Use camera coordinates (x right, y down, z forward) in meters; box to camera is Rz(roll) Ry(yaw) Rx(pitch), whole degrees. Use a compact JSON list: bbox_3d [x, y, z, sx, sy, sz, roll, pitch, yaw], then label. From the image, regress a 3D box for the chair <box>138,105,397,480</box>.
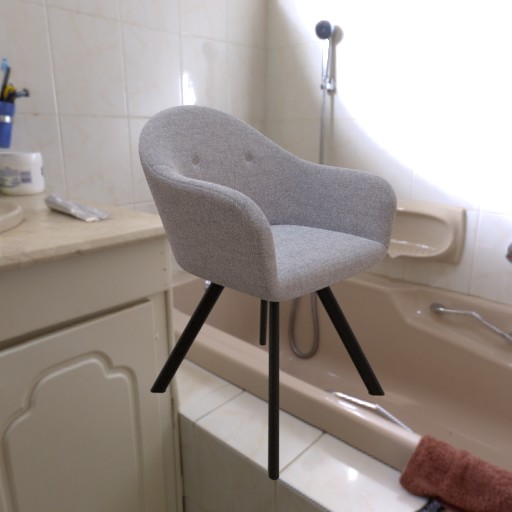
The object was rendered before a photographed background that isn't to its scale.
[{"bbox_3d":[0.000,0.000,1.176,0.570,0.780,0.540,15,21,43],"label":"chair"}]
